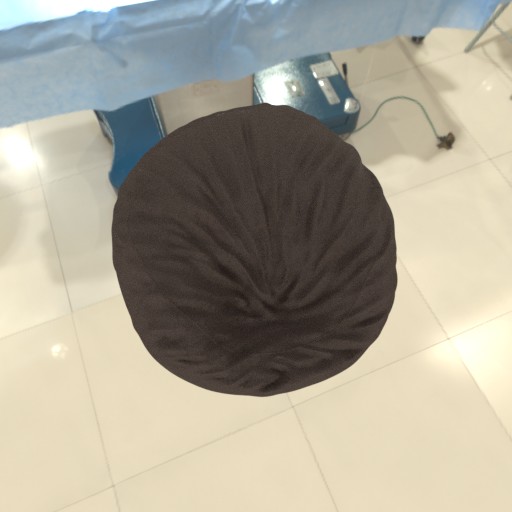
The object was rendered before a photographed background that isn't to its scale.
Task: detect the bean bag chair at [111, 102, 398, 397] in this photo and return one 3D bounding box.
[{"bbox_3d":[0.000,0.000,2.051,1.245,0.821,1.245,0,64,0],"label":"bean bag chair"}]
